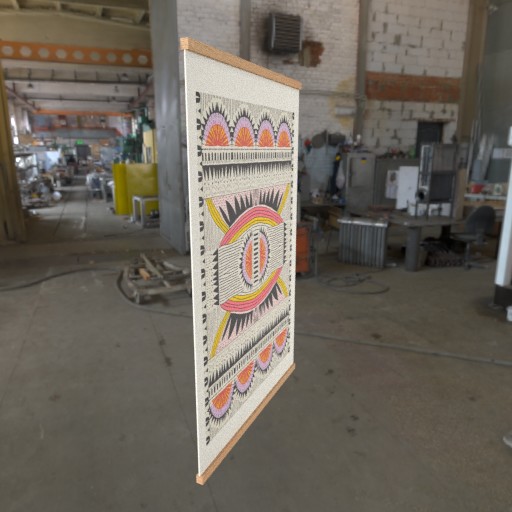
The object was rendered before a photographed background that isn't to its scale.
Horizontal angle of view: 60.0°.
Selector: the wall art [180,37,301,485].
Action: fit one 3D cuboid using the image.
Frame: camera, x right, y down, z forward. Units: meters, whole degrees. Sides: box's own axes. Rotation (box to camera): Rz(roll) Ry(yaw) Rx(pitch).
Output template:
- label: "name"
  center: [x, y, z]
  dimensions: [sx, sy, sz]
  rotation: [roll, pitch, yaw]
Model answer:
- label: "wall art"
  center: [0.000, 0.000, 1.918]
  dimensions: [0.028, 1.533, 0.999]
  rotation: [6, 15, 24]
